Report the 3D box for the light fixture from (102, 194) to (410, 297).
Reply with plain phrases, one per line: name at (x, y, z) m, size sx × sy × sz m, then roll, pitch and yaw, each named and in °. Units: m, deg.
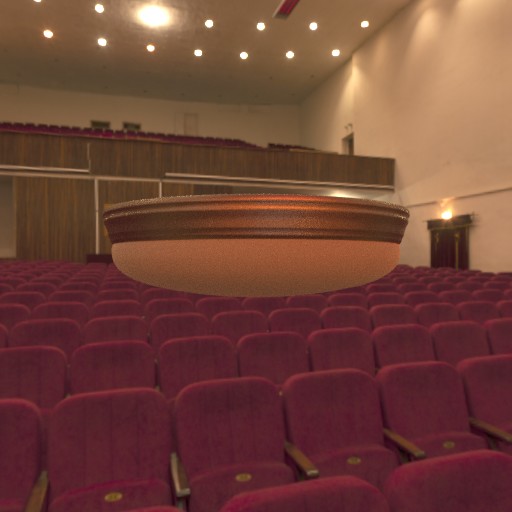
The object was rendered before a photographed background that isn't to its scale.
light fixture at (0.000, 0.000, 0.560) m, size 0.368 × 0.100 × 0.368 m, roll 0°, pitch -1°, yaw 0°
